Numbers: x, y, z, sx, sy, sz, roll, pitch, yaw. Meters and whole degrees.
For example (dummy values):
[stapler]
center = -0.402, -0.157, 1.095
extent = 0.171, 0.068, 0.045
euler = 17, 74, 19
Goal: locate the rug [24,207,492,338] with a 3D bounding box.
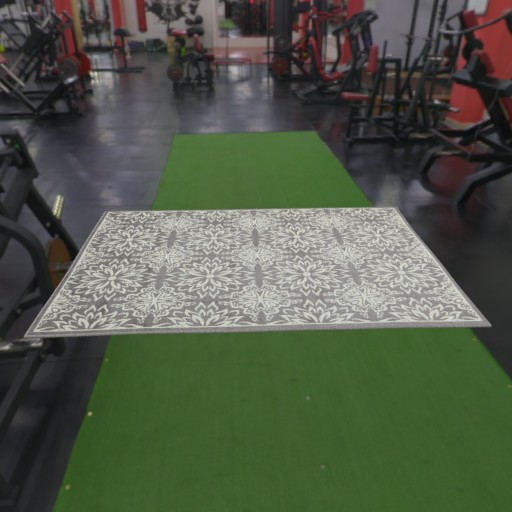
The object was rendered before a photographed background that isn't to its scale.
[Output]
[rug]
center = 0.000, 0.000, 2.279
extent = 1.847, 0.012, 1.224
euler = -1, 29, -2
